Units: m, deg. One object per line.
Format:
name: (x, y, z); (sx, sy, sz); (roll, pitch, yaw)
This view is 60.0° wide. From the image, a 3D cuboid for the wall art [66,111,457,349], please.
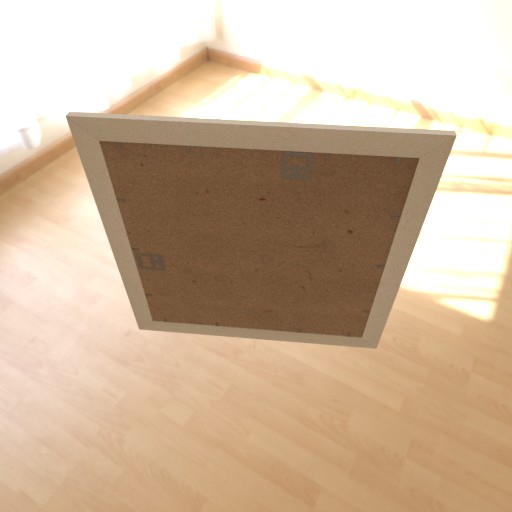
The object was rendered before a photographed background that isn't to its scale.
wall art: (0.000, 0.000, 0.880); (0.584, 0.584, 0.013); (4, 47, 4)
